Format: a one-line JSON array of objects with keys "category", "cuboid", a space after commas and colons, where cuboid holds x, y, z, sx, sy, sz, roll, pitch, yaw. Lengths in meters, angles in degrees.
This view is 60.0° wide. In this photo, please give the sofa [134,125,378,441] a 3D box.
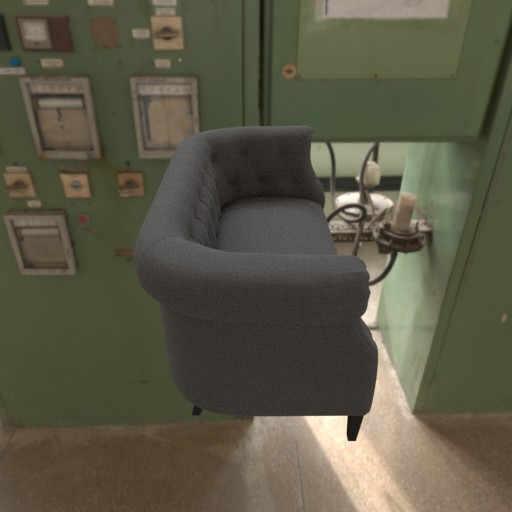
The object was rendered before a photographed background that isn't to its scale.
[{"category": "sofa", "cuboid": [0.000, 0.000, 2.066, 0.835, 0.827, 1.558, 0, 32, 0]}]
